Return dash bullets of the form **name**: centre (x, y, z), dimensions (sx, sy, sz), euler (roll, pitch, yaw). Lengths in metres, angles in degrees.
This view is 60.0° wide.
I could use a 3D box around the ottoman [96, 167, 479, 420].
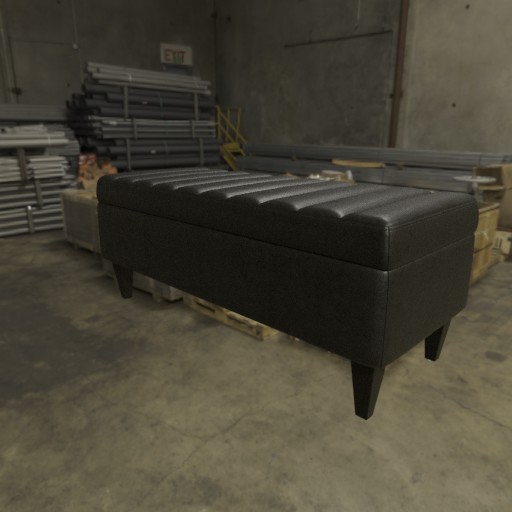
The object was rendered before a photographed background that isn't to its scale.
- **ottoman**: centre (0.000, 0.000, 1.398), dimensions (1.151, 0.469, 0.482), euler (15, 22, 42)
